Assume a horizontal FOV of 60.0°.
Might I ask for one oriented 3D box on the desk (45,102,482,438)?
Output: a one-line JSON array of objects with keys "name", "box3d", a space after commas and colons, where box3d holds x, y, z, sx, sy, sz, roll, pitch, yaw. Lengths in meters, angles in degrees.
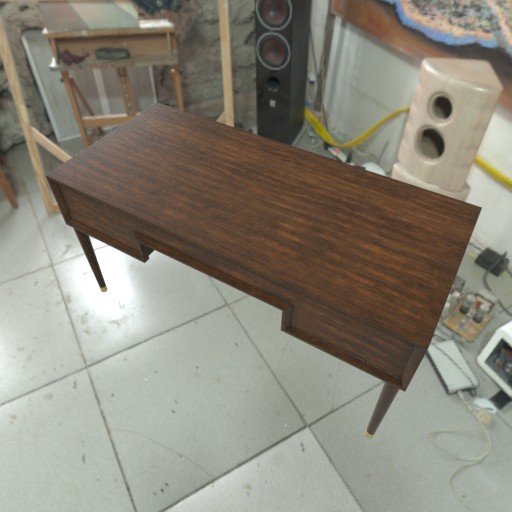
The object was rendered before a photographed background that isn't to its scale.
[{"name": "desk", "box3d": [0.000, 0.000, 2.024, 1.575, 0.762, 0.724, 24, 51, 21]}]
